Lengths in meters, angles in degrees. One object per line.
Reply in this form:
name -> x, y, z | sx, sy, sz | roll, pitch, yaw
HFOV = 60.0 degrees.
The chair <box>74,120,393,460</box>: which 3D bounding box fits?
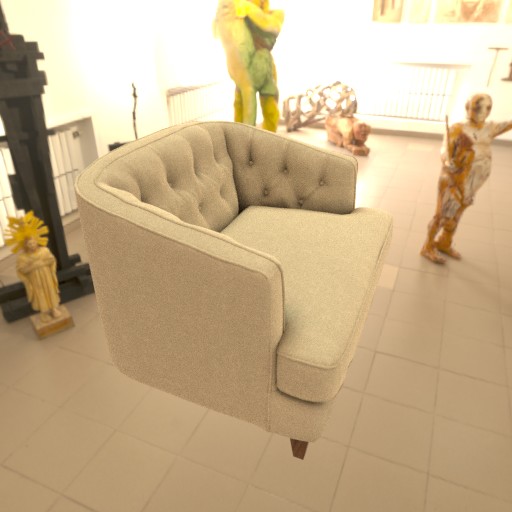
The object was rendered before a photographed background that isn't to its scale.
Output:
chair -> 0.000, 0.000, 1.740 | 0.941, 0.852, 1.104 | 12, 32, 20
